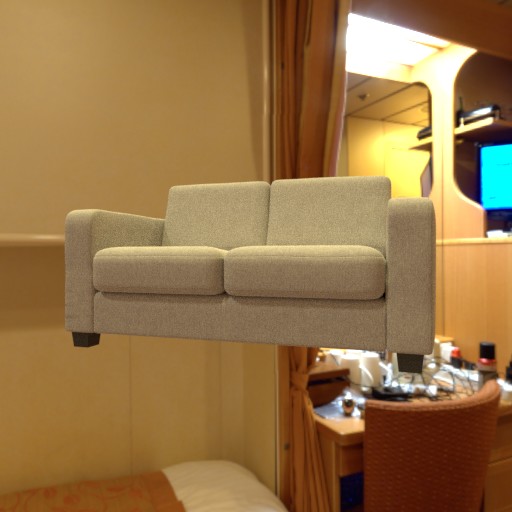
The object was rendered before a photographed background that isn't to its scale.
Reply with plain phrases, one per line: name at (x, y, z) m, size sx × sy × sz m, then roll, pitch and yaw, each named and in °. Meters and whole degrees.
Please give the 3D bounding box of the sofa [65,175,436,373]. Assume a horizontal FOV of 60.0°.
sofa at (0.000, 0.000, 2.100) m, size 1.540 × 0.800 × 0.900 m, roll 0°, pitch 0°, yaw 18°
